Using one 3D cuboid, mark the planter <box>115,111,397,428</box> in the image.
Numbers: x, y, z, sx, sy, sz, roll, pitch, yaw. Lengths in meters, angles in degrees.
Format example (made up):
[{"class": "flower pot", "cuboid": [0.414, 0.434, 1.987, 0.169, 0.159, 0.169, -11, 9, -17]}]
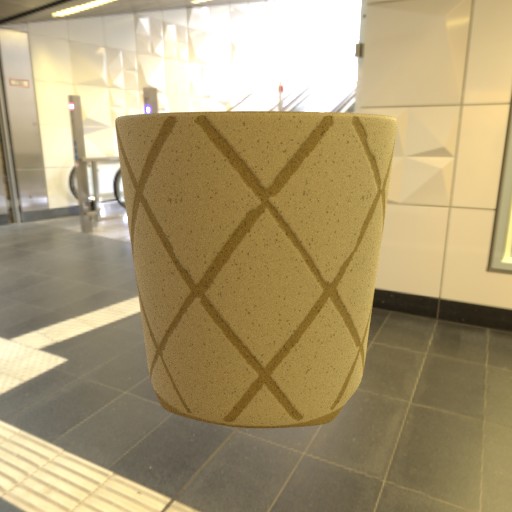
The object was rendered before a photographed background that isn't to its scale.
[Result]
[{"class": "planter", "cuboid": [0.000, 0.000, 0.338, 0.191, 0.199, 0.191, 0, 15, 0]}]
